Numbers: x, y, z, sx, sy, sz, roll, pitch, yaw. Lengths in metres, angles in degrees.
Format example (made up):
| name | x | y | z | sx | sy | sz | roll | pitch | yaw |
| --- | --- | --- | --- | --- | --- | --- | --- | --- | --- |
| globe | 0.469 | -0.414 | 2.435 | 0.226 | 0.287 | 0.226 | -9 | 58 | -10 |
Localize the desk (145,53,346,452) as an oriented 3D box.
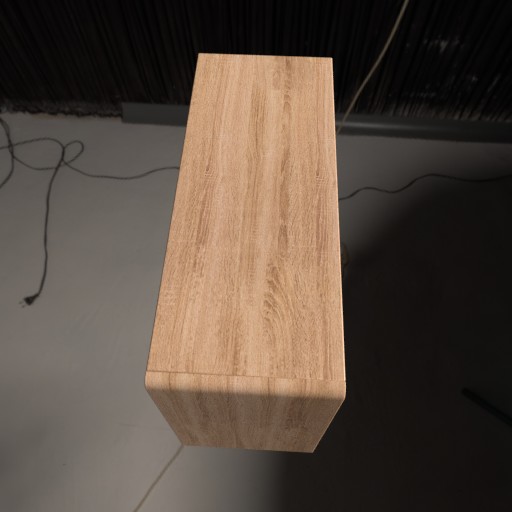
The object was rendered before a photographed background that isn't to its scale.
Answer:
| name | x | y | z | sx | sy | sz | roll | pitch | yaw |
| --- | --- | --- | --- | --- | --- | --- | --- | --- | --- |
| desk | 0.000 | 0.000 | 1.686 | 0.500 | 0.750 | 1.300 | 3 | 62 | 1 |
